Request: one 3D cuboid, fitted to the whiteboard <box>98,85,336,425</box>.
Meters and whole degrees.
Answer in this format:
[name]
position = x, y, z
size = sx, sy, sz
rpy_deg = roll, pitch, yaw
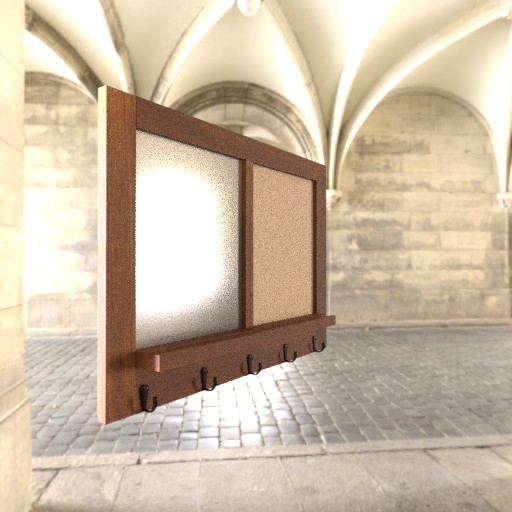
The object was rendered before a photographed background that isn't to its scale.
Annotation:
[whiteboard]
position = 0.000, 0.000, 1.032
size = 0.083, 0.559, 0.783
rpy_deg = 0, -1, 36
